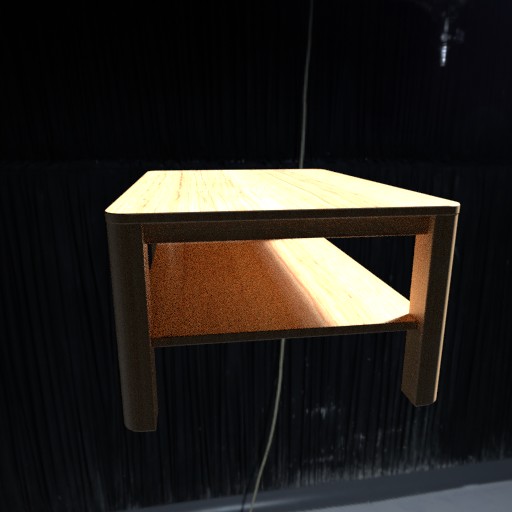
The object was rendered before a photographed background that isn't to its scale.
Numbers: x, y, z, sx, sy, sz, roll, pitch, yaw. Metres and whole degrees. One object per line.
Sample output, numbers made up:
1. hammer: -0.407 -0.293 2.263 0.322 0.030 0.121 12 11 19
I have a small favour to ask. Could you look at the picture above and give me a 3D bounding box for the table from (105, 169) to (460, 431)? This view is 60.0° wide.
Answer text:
1. table: 0.000 0.000 1.353 0.696 0.445 0.997 -2 15 -8
